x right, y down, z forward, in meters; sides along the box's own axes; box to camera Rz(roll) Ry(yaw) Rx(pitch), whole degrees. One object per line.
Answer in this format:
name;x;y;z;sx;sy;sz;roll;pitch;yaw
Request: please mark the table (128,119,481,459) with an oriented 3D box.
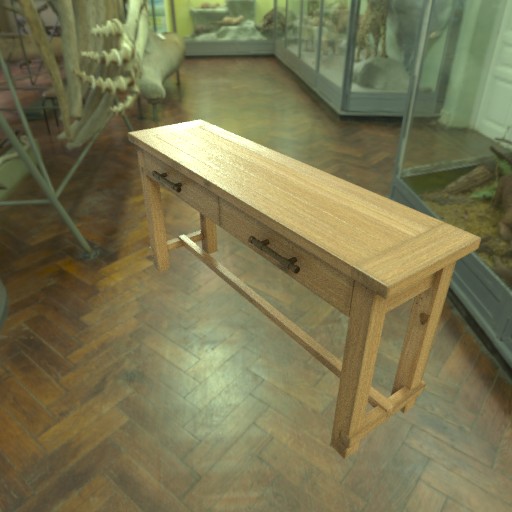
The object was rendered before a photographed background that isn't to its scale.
table;0.000;0.000;1.913;0.442;0.762;1.599;-21;38;-30
